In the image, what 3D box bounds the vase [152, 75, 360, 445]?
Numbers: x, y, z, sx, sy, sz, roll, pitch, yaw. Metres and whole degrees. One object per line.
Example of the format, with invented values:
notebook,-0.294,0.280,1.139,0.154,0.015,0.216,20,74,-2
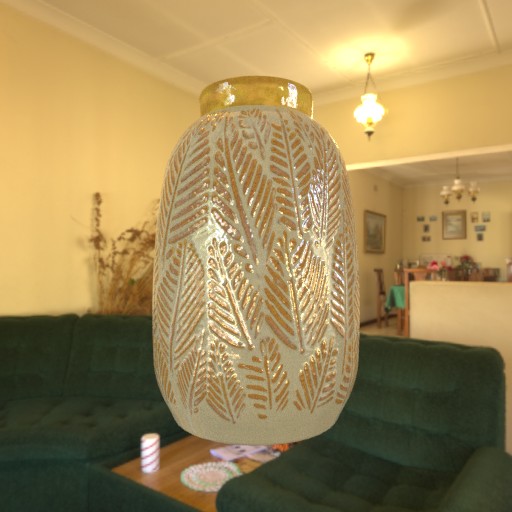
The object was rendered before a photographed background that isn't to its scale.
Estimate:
vase,0.000,0.000,0.378,0.172,0.270,0.172,0,-1,0
